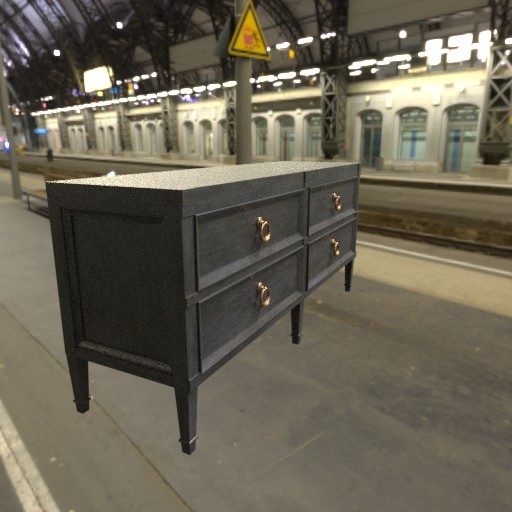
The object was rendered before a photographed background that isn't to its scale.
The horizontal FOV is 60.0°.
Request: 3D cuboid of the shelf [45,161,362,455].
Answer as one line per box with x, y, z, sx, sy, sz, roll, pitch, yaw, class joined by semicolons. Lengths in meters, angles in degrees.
0.000;0.000;1.870;0.479;0.719;1.575;7;16;27;shelf
